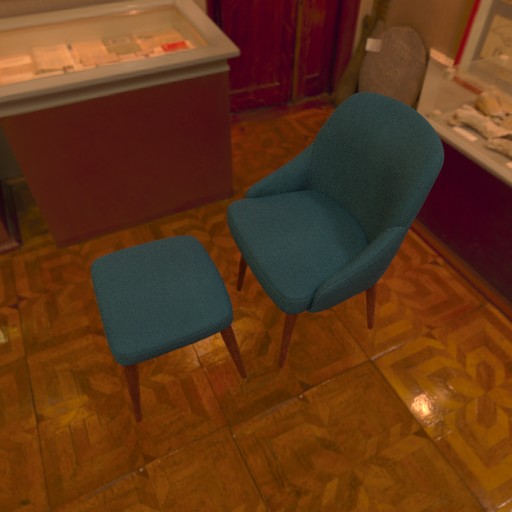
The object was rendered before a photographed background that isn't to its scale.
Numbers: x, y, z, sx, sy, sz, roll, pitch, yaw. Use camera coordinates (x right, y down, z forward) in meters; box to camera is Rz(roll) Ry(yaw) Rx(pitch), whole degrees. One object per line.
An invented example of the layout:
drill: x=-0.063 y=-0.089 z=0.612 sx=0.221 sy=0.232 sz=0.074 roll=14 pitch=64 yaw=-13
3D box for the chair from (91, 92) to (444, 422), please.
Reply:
chair: x=0.000 y=0.000 z=1.557 sx=1.114 sy=0.866 sz=0.584 roll=-18 pitch=49 yaw=-17
